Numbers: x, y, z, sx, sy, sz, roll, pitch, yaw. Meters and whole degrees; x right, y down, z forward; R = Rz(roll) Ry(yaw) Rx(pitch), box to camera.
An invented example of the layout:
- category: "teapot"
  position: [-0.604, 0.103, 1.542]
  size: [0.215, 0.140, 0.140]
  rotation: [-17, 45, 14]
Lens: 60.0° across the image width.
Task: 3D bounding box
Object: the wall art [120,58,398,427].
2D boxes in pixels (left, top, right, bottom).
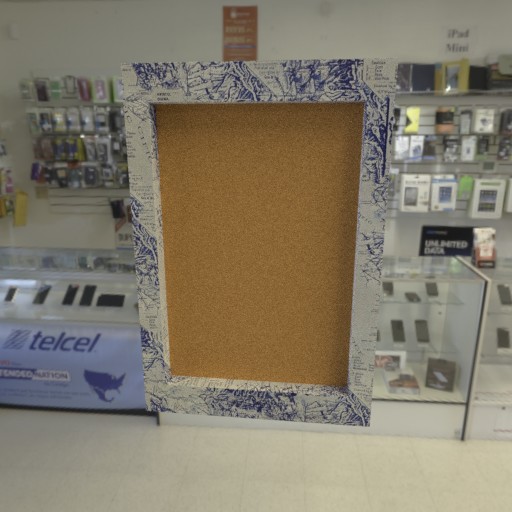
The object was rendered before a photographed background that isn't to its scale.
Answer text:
- category: "wall art"
  position: [0.000, 0.000, 0.743]
  size: [0.408, 0.601, 0.040]
  rotation: [2, 15, 6]
